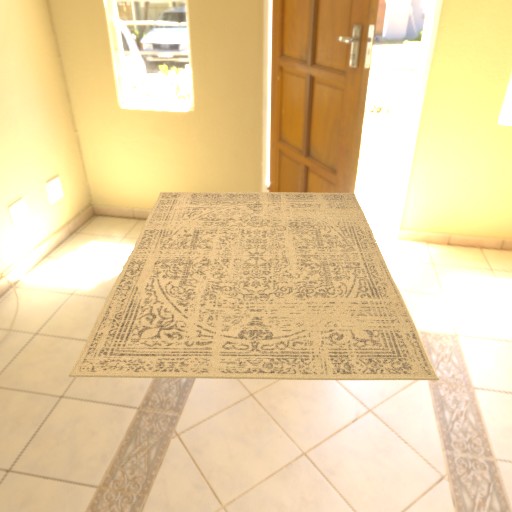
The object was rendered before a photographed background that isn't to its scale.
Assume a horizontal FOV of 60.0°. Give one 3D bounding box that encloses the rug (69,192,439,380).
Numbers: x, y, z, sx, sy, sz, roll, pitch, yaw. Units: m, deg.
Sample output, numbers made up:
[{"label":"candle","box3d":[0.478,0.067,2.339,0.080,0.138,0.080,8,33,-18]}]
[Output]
[{"label":"rug","box3d":[0.000,0.000,3.989,2.311,0.032,2.921,0,31,1]}]
